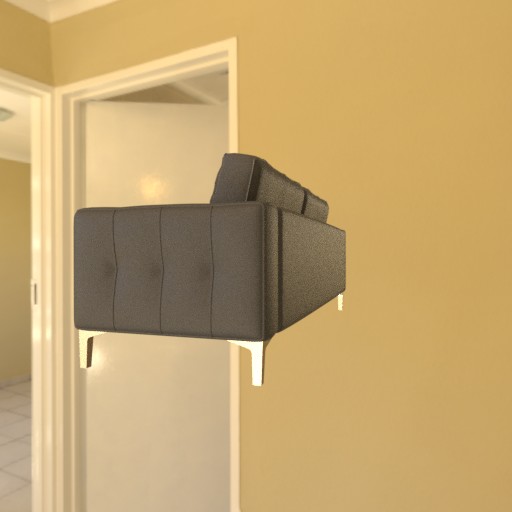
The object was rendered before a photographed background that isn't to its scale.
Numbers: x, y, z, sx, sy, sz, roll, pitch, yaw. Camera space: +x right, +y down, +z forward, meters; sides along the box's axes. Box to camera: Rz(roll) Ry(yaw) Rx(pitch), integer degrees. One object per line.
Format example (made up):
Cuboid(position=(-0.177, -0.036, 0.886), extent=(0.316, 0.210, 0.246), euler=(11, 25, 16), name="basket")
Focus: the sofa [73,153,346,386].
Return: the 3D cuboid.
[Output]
Cuboid(position=(0.000, 0.000, 2.713), extent=(0.833, 0.893, 2.275), euler=(0, 0, 18), name="sofa")
